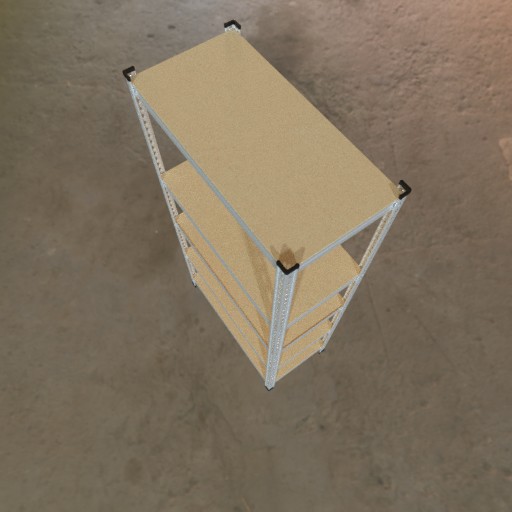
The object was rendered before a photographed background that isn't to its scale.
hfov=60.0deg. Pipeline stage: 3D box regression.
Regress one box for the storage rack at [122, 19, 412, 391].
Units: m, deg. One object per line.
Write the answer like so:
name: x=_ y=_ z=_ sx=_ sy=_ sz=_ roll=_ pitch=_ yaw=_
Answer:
storage rack: x=0.000 y=0.000 z=2.196 sx=0.457 sy=1.829 sz=0.914 roll=-33 pitch=68 yaw=-15
